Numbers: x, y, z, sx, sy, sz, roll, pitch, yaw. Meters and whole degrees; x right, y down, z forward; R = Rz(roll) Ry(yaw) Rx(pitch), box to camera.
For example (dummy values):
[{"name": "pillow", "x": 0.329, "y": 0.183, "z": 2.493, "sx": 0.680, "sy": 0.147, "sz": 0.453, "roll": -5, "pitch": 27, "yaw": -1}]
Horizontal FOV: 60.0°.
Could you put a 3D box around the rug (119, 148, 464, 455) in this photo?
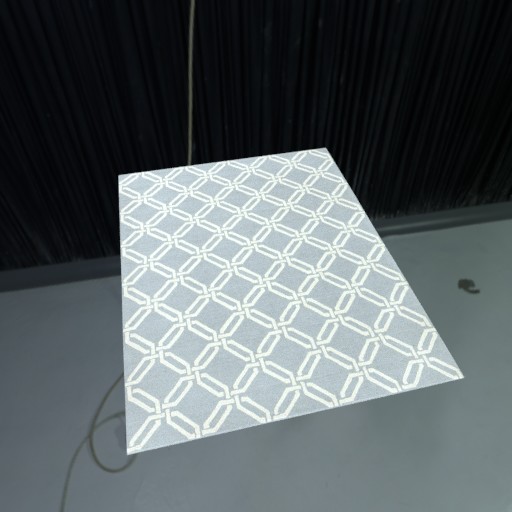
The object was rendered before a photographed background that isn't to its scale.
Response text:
[{"name": "rug", "x": 0.000, "y": 0.000, "z": 3.847, "sx": 2.288, "sy": 0.018, "sz": 2.895, "roll": -10, "pitch": 47, "yaw": -9}]
